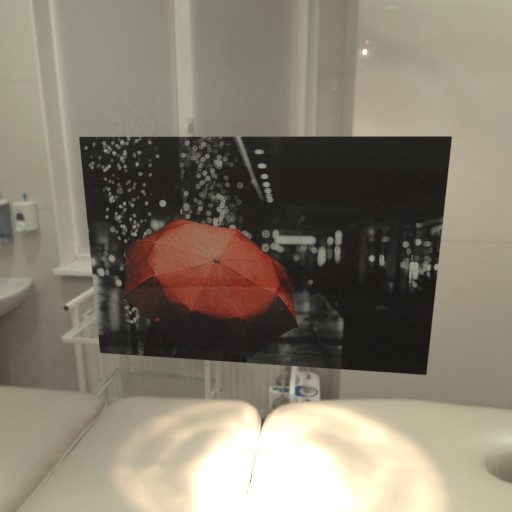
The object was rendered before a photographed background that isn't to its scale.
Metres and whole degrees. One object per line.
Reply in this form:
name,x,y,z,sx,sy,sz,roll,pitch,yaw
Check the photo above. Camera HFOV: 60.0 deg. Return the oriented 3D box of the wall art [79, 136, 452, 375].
wall art,0.000,0.000,1.171,0.914,0.609,0.038,2,15,8
